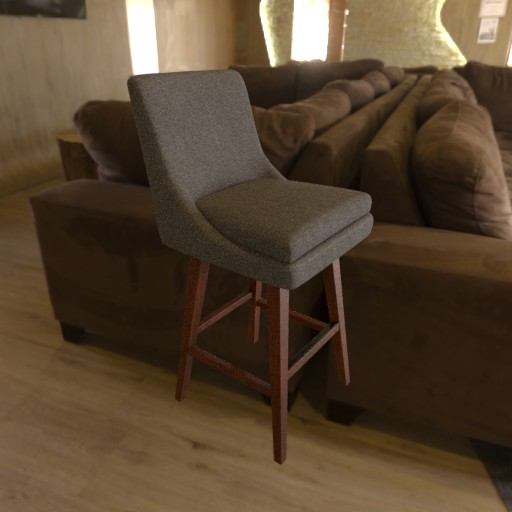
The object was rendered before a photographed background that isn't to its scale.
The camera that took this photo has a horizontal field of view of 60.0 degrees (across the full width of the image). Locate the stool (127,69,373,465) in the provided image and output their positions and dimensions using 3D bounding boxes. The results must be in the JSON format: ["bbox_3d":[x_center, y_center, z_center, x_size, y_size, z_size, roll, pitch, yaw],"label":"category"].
[{"bbox_3d":[0.000,0.000,1.404,0.572,1.068,0.489,18,31,33],"label":"stool"}]
